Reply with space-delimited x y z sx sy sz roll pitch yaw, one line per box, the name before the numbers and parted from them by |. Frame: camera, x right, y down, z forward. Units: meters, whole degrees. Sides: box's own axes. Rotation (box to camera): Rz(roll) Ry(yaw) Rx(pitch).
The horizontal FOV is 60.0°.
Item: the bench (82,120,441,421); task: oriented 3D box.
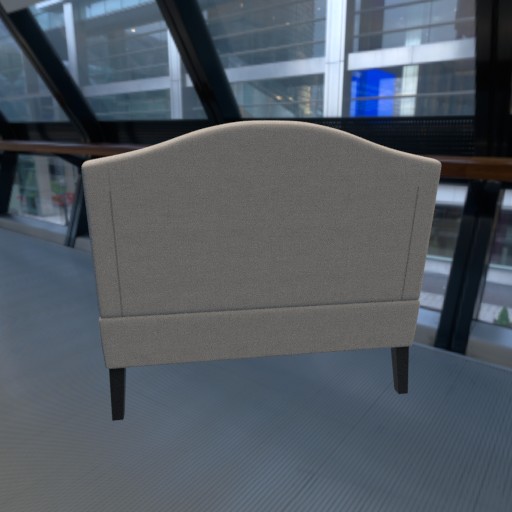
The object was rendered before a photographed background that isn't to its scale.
bench | 0.000 0.000 2.074 1.335 1.180 0.815 -2 15 -9
